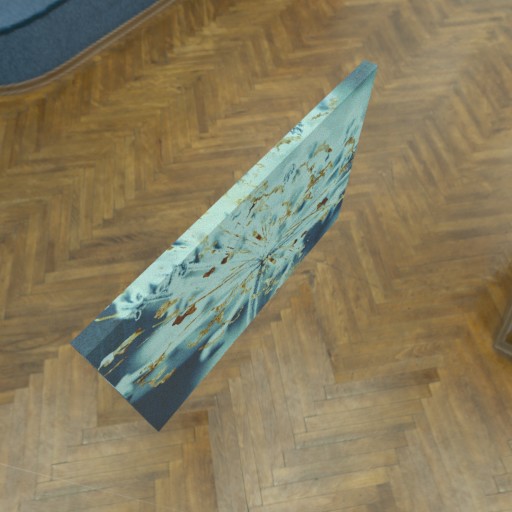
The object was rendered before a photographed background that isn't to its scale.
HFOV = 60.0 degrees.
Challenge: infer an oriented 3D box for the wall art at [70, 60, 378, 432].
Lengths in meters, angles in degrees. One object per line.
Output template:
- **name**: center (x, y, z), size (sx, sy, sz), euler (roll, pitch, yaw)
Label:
- **wall art**: center (0.000, 0.000, 1.139), size (0.038, 0.608, 0.912), euler (33, 64, 19)
